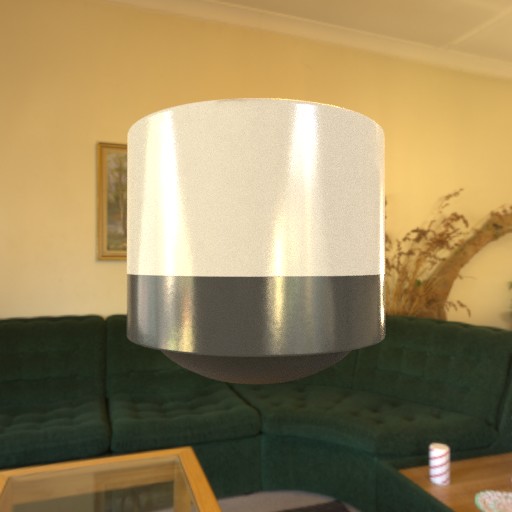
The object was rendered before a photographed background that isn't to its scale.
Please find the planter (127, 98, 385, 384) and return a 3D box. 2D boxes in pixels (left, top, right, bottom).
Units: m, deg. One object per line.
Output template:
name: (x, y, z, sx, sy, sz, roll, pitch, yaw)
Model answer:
planter: (0.000, 0.000, 0.345, 0.193, 0.177, 0.193, 0, -1, 0)
